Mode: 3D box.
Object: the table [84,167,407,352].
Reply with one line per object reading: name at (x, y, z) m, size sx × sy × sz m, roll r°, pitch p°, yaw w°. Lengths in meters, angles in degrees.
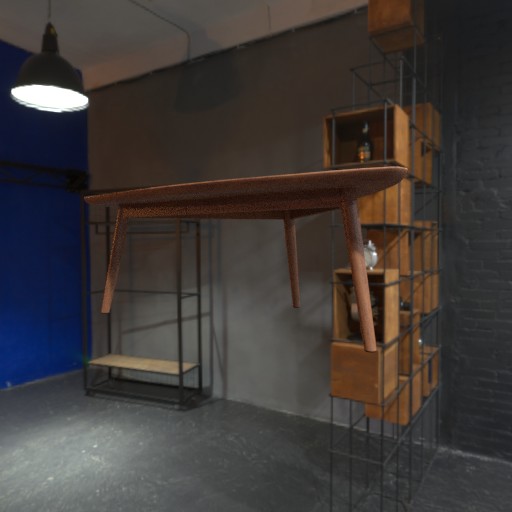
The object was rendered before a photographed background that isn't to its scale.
table at (0.000, 0.000, 1.320) m, size 1.008 × 0.365 × 0.601 m, roll 1°, pitch 2°, yaw 35°
